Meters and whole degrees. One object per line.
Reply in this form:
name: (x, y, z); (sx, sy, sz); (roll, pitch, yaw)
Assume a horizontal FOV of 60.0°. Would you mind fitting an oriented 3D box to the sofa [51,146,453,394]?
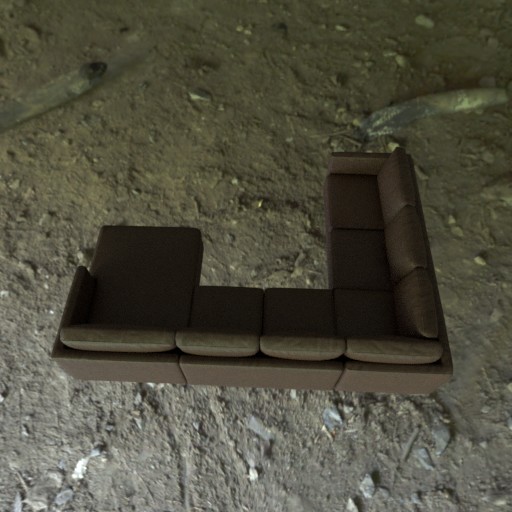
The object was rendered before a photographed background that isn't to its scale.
sofa: (0.000, 0.000, 4.636); (3.460, 0.923, 2.593); (2, 58, 1)
